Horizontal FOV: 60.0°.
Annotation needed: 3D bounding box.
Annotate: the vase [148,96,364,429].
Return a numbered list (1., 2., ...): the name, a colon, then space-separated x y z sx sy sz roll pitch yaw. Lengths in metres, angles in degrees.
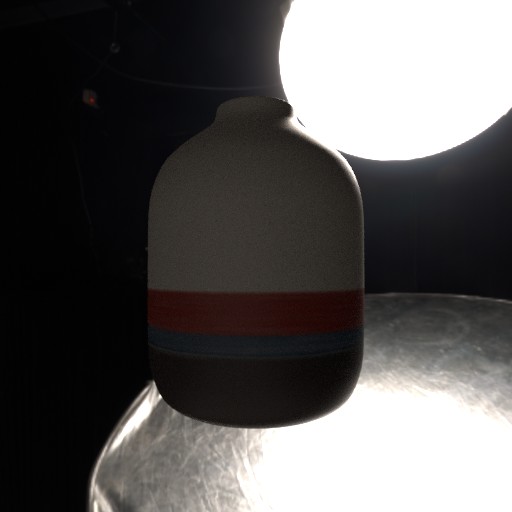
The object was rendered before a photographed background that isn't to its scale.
1. vase: 0.000 0.000 0.357 0.169 0.237 0.169 0 -2 0
